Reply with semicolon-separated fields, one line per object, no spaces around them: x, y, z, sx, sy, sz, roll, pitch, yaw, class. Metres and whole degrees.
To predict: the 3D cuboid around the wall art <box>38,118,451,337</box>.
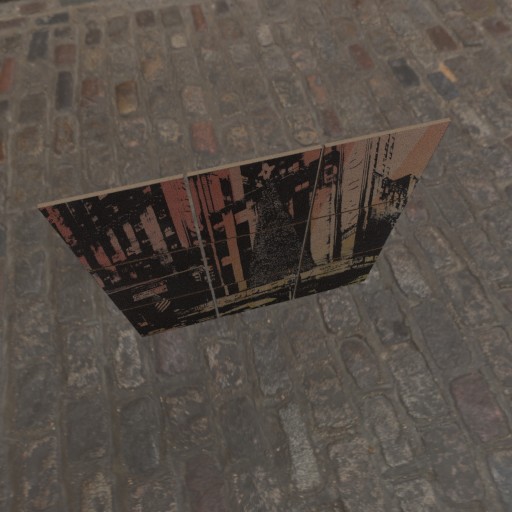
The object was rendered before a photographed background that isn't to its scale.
0.000;0.000;2.265;1.527;1.521;0.017;-13;64;-7;wall art
